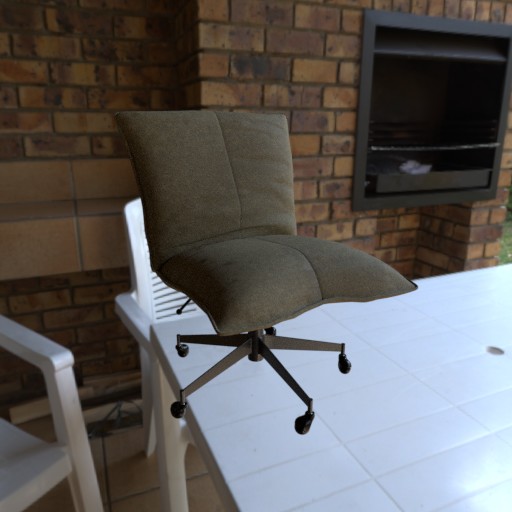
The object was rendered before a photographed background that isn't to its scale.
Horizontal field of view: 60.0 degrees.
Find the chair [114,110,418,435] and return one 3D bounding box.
[{"bbox_3d":[0.000,0.000,1.263,0.597,0.811,0.696,-8,18,-27],"label":"chair"}]
